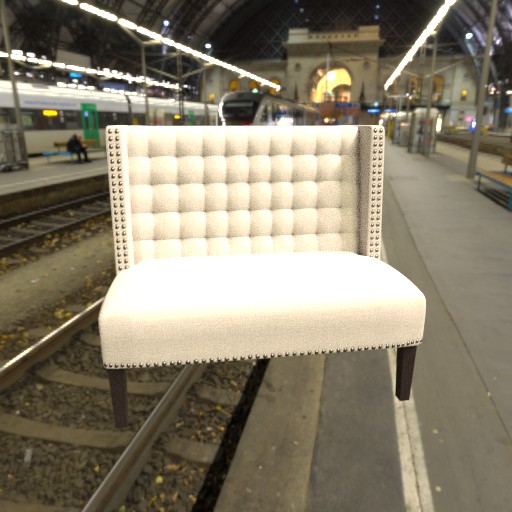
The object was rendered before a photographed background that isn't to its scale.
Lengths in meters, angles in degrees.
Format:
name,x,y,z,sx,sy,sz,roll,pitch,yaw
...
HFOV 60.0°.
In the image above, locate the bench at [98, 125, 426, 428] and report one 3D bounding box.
name,x,y,z,sx,sy,sz,roll,pitch,yaw
bench,0.000,0.000,1.996,1.280,1.123,0.847,-3,17,-8
